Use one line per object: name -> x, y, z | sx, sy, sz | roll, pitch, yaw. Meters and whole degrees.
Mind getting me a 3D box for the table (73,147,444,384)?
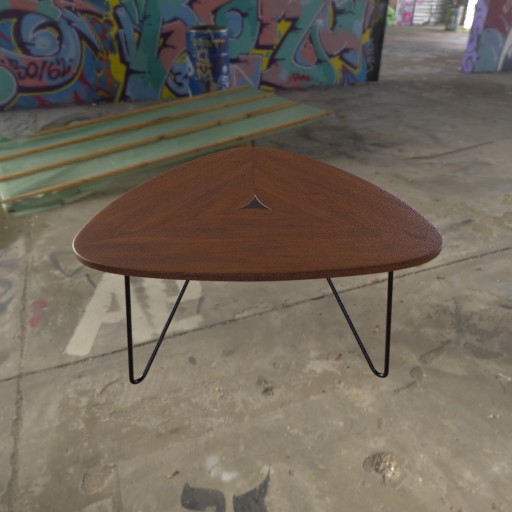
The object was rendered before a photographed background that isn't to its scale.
table -> 0.000, 0.000, 1.325 | 0.833, 0.413, 0.821 | -1, 31, -2
